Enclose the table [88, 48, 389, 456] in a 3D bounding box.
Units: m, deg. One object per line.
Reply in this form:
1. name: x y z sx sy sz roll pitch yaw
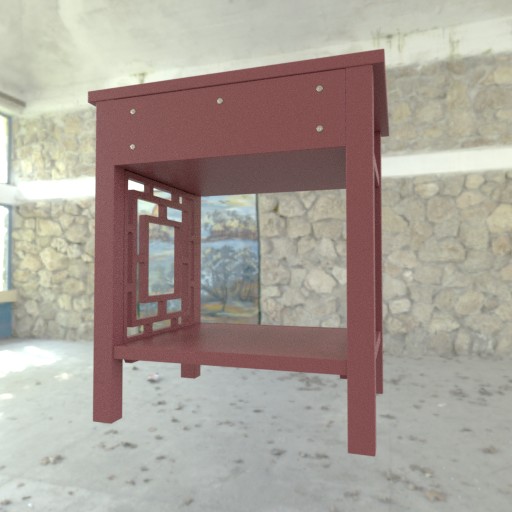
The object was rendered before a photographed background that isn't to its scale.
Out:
1. table: 0.000 0.000 1.045 0.599 0.686 0.451 -1 -2 18
